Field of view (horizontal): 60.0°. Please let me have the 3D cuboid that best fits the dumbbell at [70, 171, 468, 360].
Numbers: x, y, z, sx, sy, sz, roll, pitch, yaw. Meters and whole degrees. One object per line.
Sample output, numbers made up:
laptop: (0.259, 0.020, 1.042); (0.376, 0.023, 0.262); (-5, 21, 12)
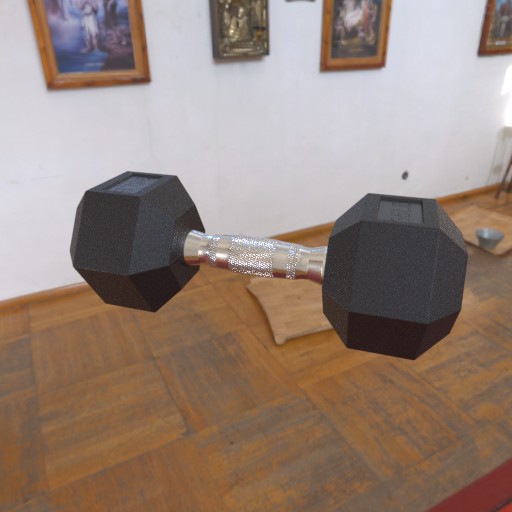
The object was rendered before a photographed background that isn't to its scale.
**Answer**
dumbbell: (0.000, 0.000, 0.424); (0.356, 0.123, 0.141); (8, 27, 15)
